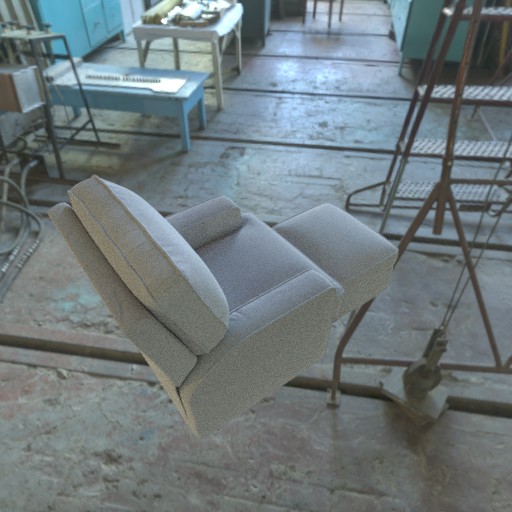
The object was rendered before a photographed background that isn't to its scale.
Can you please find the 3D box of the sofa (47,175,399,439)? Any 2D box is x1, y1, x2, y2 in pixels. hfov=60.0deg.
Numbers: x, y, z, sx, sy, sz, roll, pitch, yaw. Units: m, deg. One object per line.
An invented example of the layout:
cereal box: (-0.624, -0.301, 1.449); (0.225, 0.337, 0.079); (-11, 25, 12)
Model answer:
sofa: (0.000, 0.000, 2.047); (1.472, 0.959, 0.861); (-26, 47, -26)
